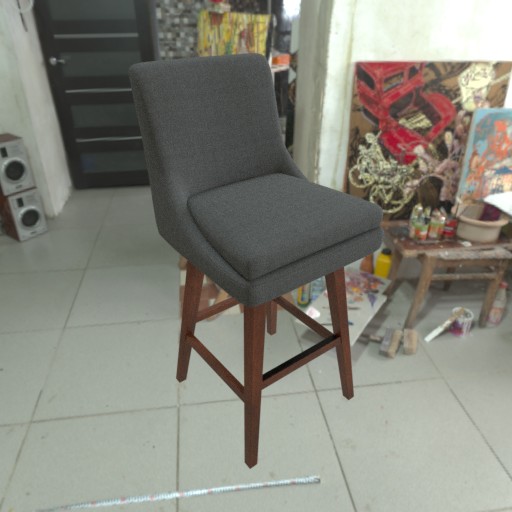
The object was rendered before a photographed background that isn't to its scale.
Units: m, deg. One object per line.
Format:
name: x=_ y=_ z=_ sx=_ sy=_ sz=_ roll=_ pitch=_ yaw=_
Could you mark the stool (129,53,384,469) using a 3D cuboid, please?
stool: x=0.000 y=0.000 z=1.233 sx=0.447 sy=0.977 sz=0.524 roll=-21 pitch=37 yaw=-32
